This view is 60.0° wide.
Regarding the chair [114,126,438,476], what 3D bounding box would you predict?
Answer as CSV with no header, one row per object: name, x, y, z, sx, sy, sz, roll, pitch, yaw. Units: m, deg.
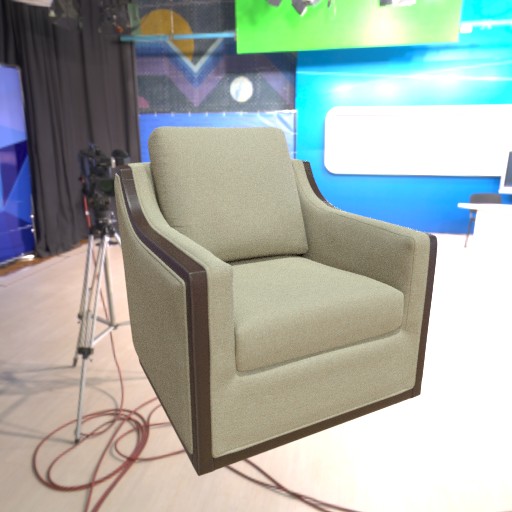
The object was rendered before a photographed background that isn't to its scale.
chair,0.000,0.000,1.656,0.870,0.930,0.950,-8,18,-26
